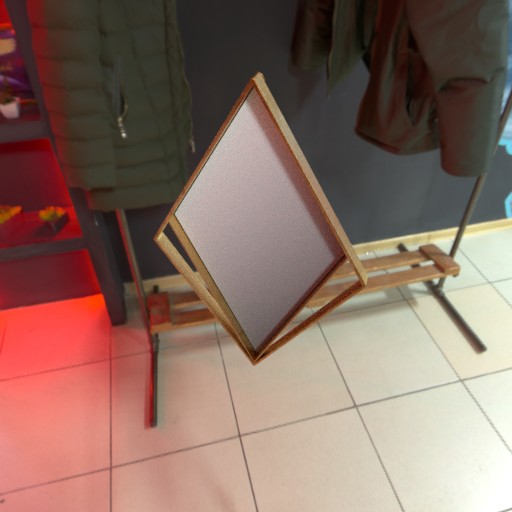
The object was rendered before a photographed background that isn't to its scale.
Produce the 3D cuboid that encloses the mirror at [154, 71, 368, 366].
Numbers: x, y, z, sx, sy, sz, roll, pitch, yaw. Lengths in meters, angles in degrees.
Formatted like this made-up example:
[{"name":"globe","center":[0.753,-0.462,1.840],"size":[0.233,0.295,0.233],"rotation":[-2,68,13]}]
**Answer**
[{"name":"mirror","center":[0.000,0.000,0.843],"size":[0.419,0.679,0.032],"rotation":[13,43,14]}]
